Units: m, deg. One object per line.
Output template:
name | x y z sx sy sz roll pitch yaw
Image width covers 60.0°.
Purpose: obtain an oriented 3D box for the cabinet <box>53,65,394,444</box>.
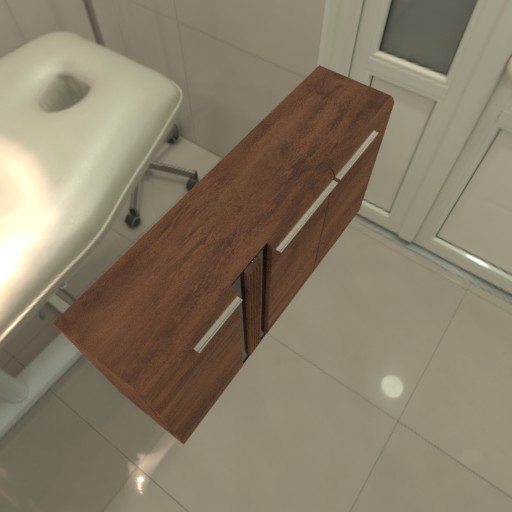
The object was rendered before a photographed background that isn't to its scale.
cabinet | 0.000 0.000 2.050 0.420 0.900 1.600 31 63 18
